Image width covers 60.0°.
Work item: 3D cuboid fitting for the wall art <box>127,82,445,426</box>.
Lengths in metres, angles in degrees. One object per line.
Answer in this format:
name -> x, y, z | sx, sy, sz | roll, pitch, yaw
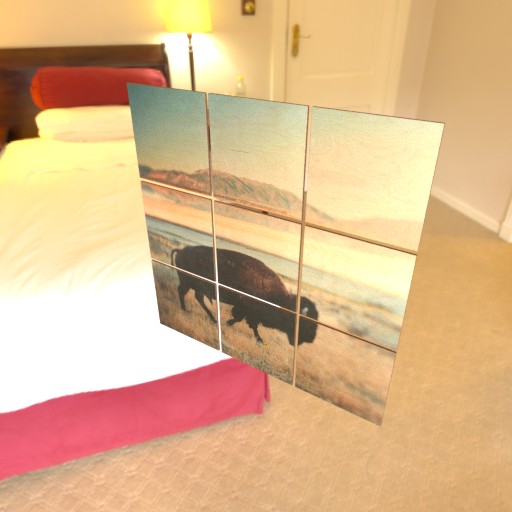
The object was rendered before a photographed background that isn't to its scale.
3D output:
wall art -> 0.000, 0.000, 2.253 | 1.533, 1.532, 0.019 | 18, 35, 28
